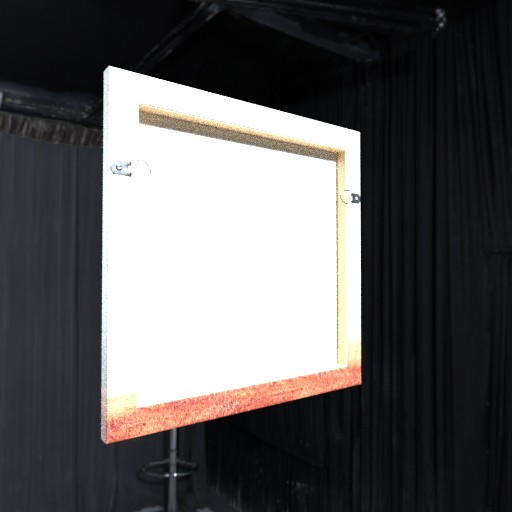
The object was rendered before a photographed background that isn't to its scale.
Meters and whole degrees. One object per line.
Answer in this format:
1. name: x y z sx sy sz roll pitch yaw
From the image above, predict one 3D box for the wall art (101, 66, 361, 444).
1. wall art: 0.000 0.000 1.126 0.760 0.760 0.042 1 -1 -36
